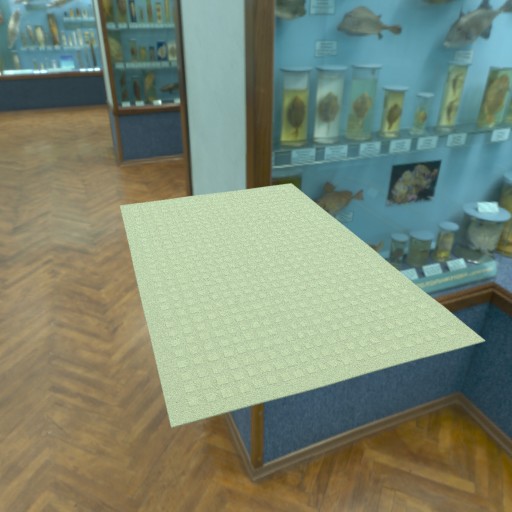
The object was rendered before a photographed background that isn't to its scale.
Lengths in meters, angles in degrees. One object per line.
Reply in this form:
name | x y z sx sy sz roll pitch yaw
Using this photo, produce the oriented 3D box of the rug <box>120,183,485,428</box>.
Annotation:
rug | 0.000 0.000 2.154 1.143 0.006 1.747 -10 31 -17
